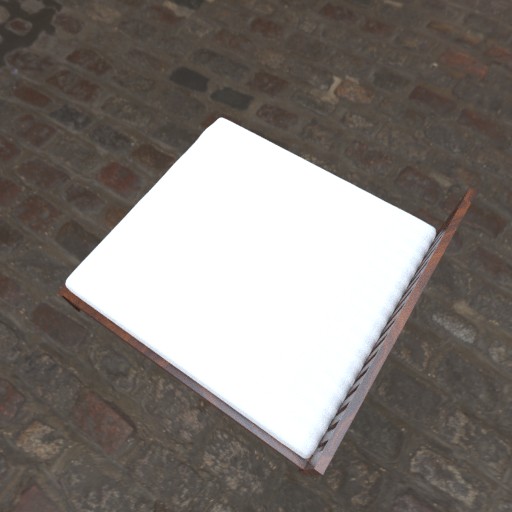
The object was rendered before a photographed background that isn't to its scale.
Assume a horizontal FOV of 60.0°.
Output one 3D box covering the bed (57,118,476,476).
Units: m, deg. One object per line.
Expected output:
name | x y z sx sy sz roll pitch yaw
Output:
bed | 0.000 0.000 3.055 2.030 0.890 1.905 31 67 15
